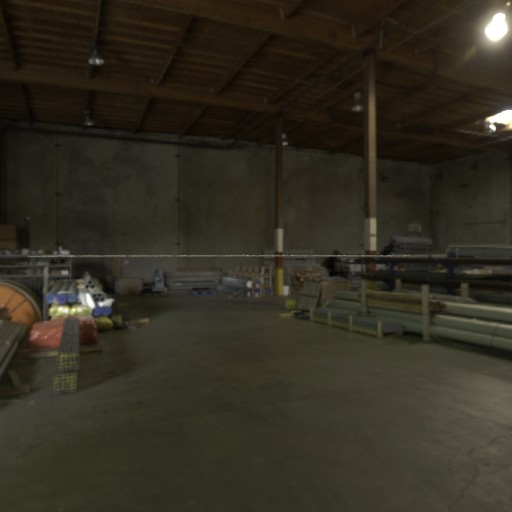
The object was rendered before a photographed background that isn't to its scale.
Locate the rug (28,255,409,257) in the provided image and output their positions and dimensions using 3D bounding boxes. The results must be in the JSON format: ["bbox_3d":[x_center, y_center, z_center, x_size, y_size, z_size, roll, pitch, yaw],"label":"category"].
[{"bbox_3d":[0.000,0.000,2.651,2.372,0.008,0.620,0,0,-37],"label":"rug"}]
